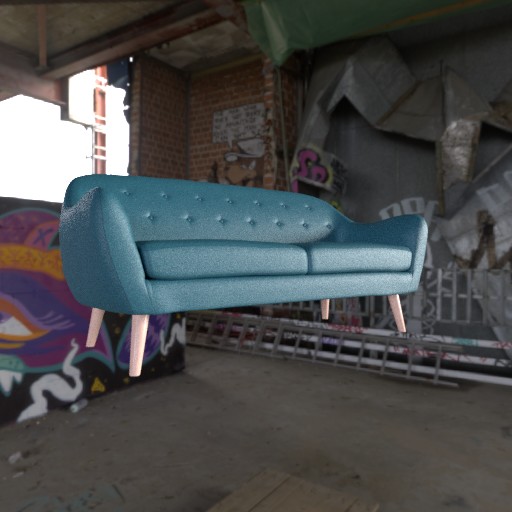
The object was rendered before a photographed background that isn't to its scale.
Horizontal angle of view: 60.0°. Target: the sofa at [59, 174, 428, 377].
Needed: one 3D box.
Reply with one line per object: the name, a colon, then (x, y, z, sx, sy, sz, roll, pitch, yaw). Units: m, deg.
sofa: (0.000, 0.000, 2.267, 1.840, 0.836, 0.820, 0, 0, -35)
